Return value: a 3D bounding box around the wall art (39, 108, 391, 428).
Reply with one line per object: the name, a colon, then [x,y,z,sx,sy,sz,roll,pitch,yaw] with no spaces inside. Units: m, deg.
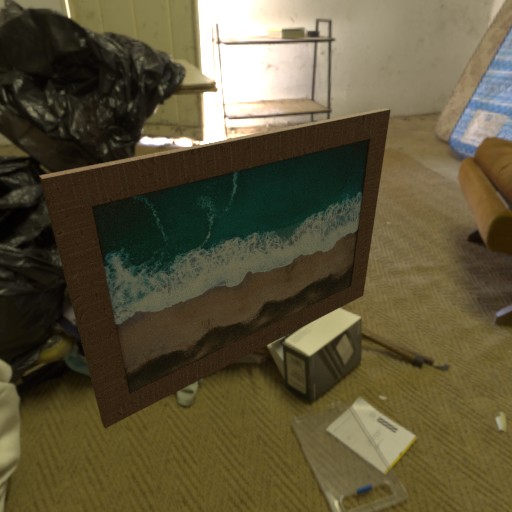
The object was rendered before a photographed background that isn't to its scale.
wall art: [0.000,0.000,1.149,0.917,0.626,0.019,-21,36,-31]
